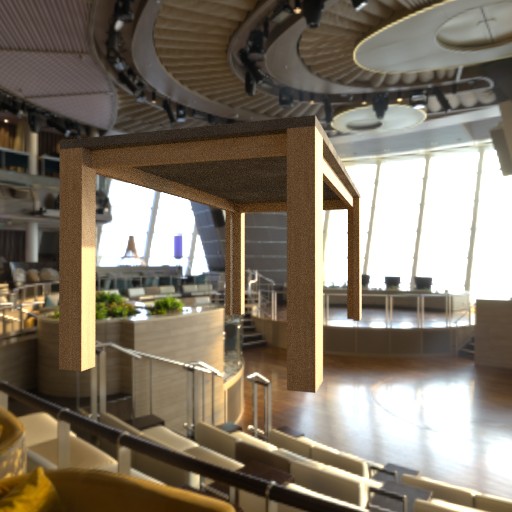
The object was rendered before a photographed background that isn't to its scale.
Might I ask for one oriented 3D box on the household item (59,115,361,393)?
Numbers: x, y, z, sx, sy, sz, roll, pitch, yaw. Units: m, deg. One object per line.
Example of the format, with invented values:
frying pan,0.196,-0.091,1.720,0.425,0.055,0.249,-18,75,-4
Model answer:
household item,0.000,0.000,2.094,0.850,0.755,1.600,0,0,18
